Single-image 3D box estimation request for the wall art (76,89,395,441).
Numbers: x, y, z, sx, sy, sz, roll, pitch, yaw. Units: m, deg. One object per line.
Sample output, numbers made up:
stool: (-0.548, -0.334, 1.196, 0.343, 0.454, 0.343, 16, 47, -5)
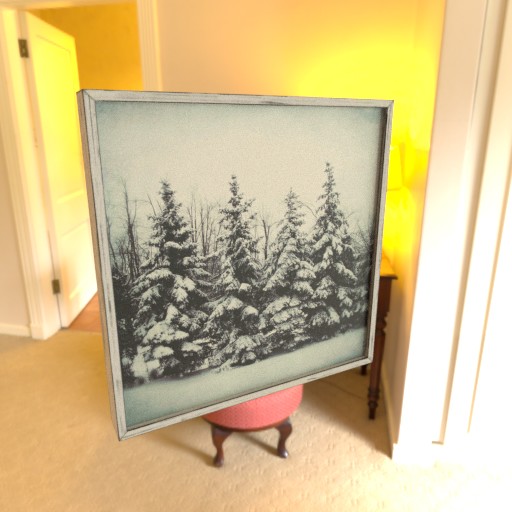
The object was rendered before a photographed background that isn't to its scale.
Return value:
wall art: (0.000, 0.000, 0.447, 0.303, 0.303, 0.036, -9, 19, -27)
